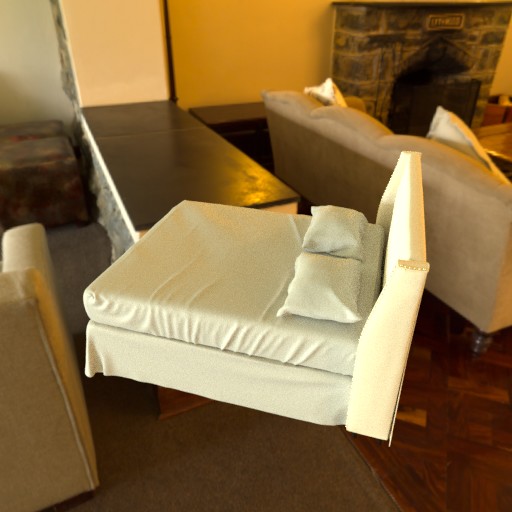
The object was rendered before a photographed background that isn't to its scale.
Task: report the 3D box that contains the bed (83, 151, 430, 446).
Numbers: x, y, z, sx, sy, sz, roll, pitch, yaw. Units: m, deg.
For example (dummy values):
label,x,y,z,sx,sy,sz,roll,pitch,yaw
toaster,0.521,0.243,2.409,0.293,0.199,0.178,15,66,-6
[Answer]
label,x,y,z,sx,sy,sz,roll,pitch,yaw
bed,0.000,0.000,3.447,2.276,1.332,1.925,9,32,14
